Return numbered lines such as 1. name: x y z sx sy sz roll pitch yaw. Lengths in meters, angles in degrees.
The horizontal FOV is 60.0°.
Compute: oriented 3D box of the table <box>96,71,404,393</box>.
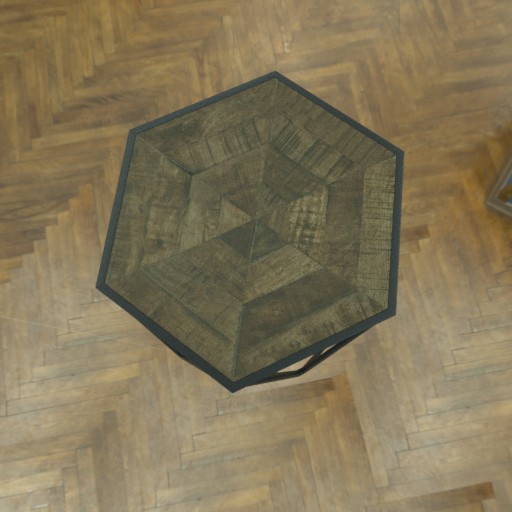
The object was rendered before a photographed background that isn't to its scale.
1. table: 0.000 0.000 1.050 0.578 0.564 0.579 35 78 8
